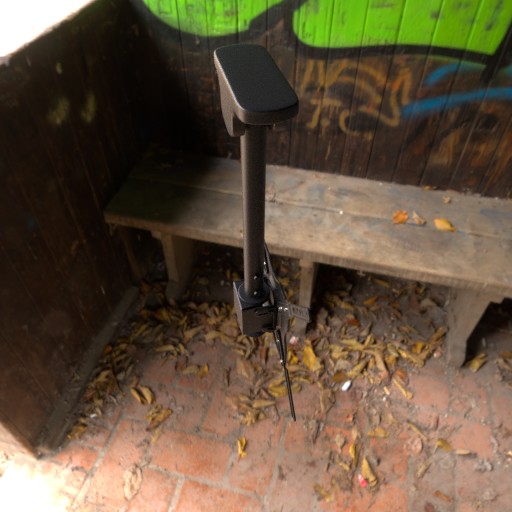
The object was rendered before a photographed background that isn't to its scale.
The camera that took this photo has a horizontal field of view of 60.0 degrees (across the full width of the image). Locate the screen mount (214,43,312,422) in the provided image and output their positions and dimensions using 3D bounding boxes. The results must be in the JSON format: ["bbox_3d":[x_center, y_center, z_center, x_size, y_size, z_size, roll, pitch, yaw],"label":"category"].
[{"bbox_3d":[0.000,0.000,0.871,0.090,0.729,0.393,-10,47,-10],"label":"screen mount"}]
